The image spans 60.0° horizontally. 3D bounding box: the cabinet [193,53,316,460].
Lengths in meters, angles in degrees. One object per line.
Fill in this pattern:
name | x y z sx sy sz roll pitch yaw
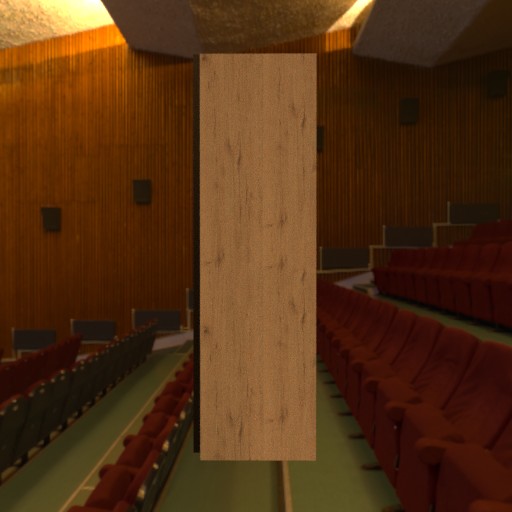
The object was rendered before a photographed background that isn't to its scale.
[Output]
cabinet | 0.000 0.000 3.625 0.660 2.180 2.500 0 0 0
